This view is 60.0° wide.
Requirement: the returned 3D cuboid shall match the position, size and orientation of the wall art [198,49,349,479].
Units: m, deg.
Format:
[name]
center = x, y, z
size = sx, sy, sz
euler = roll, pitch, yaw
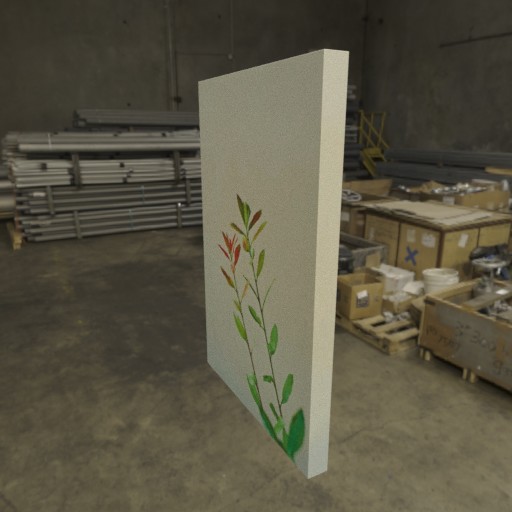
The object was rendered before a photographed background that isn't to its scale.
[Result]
[wall art]
center = 0.000, 0.000, 0.784
size = 0.038, 0.611, 0.408
euler = -8, 18, -27
